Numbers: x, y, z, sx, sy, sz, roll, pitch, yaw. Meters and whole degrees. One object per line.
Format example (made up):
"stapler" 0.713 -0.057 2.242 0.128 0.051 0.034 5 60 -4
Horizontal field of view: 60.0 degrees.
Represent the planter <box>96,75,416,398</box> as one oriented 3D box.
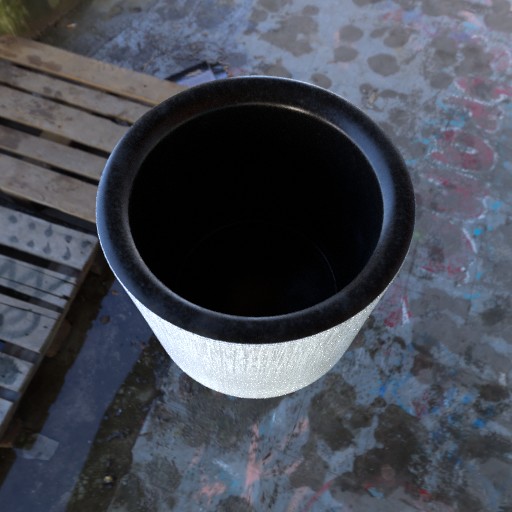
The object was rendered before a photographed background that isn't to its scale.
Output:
"planter" 0.000 0.000 0.288 0.160 0.156 0.160 0 64 0
